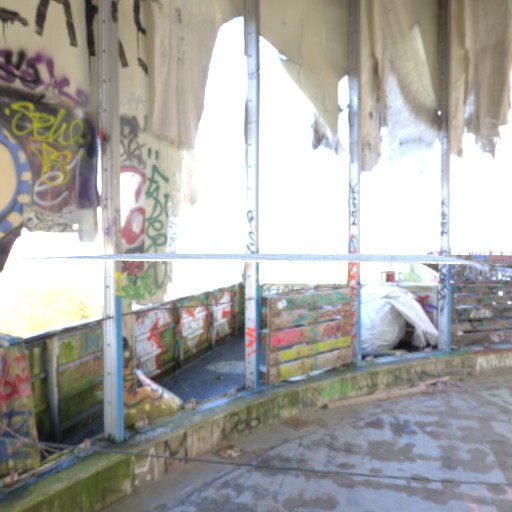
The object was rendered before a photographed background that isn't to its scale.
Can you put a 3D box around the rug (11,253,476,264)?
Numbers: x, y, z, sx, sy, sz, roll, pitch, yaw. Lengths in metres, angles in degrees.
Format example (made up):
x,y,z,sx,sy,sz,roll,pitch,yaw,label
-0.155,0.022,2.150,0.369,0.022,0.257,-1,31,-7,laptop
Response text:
x,y,z,sx,sy,sz,roll,pitch,yaw,label
0.000,0.000,2.665,2.133,0.013,1.522,0,1,16,rug
